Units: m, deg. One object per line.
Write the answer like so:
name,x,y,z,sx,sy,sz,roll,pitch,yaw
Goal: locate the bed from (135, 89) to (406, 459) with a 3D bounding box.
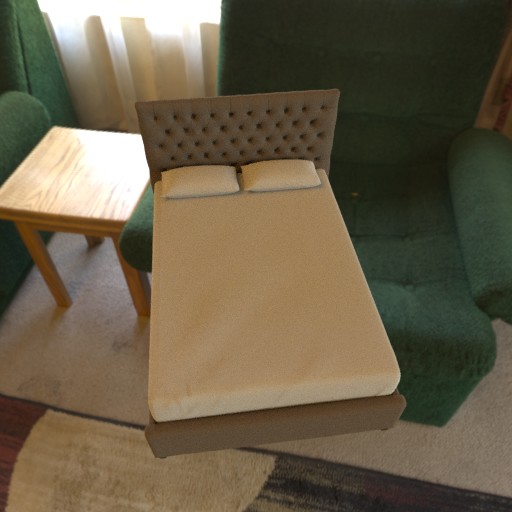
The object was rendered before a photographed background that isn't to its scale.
bed,0.000,0.000,3.386,1.698,1.427,2.387,-5,48,-5
